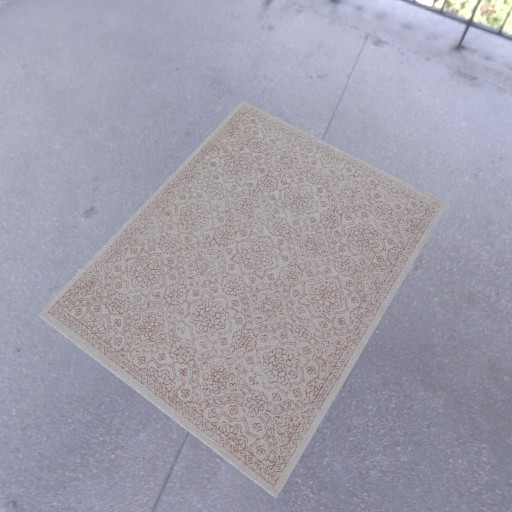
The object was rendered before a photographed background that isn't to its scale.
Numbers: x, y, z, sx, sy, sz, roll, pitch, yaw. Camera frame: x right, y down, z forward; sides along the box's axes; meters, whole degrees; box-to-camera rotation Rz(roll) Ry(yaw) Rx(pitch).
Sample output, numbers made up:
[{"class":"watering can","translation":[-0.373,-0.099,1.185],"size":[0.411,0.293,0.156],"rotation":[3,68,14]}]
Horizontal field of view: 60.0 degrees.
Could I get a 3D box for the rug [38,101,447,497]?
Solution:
[{"class":"rug","translation":[0.000,0.000,4.057],"size":[2.441,0.015,3.050],"rotation":[31,67,15]}]
